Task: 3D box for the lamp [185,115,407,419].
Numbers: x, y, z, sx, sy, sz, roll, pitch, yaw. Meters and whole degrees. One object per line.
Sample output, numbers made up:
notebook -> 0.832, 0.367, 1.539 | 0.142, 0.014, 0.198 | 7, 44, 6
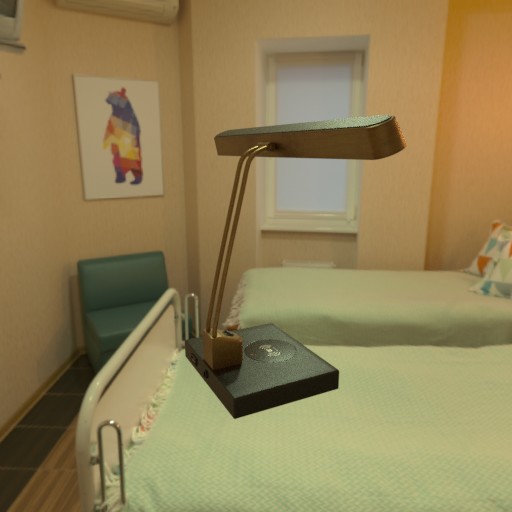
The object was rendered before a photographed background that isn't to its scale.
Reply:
lamp -> 0.000, 0.000, 0.601 | 0.156, 0.345, 0.412 | -7, 15, -26
